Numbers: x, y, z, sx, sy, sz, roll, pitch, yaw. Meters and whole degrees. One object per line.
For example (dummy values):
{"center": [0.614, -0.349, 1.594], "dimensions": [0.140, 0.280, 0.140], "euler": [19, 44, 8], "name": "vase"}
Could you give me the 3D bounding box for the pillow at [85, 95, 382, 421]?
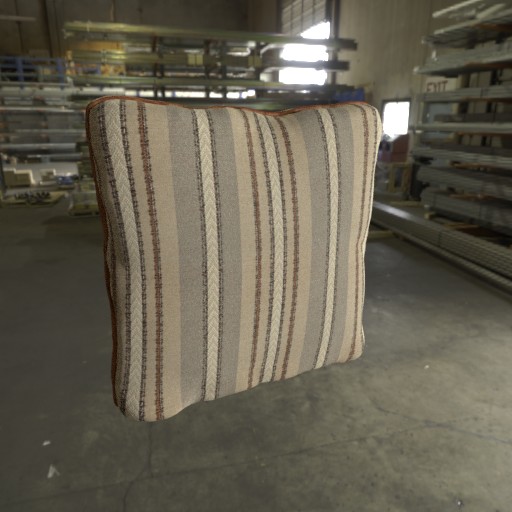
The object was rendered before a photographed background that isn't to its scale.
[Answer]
{"center": [0.000, 0.000, 0.728], "dimensions": [0.489, 0.490, 0.130], "euler": [-9, 19, -26], "name": "pillow"}
